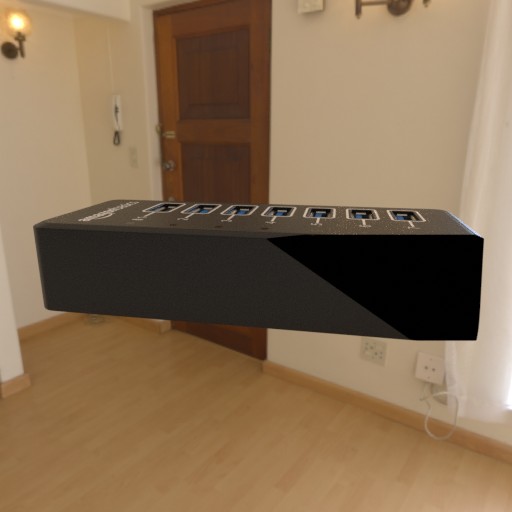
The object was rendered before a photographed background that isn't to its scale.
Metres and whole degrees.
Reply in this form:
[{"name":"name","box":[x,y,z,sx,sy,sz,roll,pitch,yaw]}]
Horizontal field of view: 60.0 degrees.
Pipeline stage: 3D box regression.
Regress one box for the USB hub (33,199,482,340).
[{"name":"USB hub","box":[0.000,0.000,0.125,0.110,0.023,0.044,3,16,10]}]
